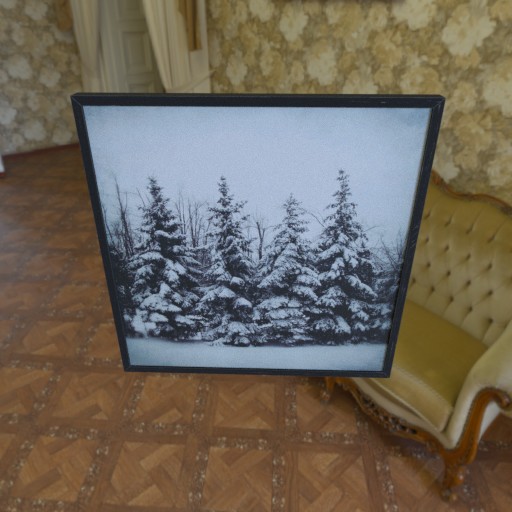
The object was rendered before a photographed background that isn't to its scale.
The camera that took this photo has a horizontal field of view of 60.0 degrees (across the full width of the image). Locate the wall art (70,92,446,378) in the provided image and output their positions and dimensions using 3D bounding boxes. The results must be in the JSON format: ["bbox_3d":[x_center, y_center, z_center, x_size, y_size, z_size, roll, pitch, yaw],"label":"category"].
[{"bbox_3d":[0.000,0.000,1.099,0.761,0.761,0.037,1,29,2],"label":"wall art"}]
